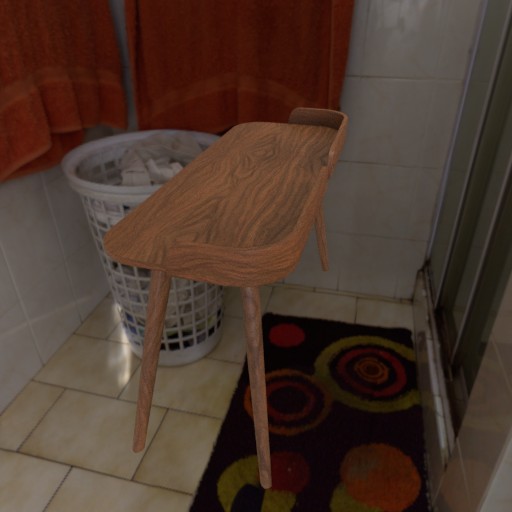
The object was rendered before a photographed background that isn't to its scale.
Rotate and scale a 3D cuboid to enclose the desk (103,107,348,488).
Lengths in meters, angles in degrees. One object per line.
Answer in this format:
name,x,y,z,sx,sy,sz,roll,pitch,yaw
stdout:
desk,0.000,0.000,1.647,0.486,0.800,1.256,8,32,14
